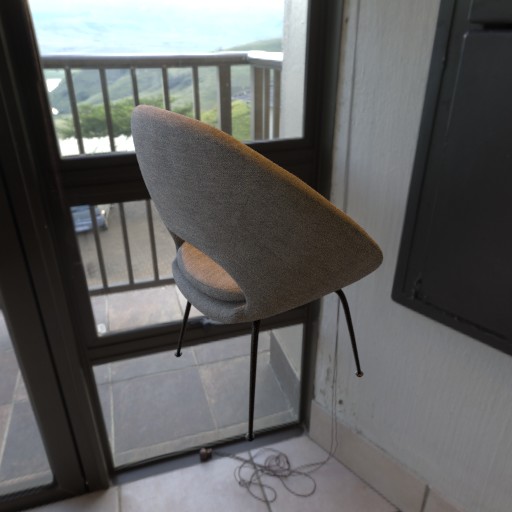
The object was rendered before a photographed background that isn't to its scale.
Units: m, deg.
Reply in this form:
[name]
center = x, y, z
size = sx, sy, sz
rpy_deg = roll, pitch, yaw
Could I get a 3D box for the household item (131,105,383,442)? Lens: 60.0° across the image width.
[household item]
center = 0.000, 0.000, 1.282
size = 0.587, 0.869, 0.643
rpy_deg = -18, 32, -31
